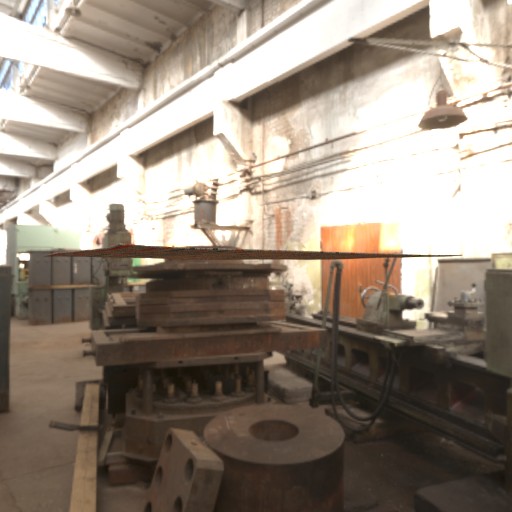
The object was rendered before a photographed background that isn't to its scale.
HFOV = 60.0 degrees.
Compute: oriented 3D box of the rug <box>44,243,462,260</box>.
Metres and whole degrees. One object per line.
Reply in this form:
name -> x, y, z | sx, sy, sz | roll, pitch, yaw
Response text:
rug -> 0.000, 0.000, 2.320 | 1.835, 0.017, 1.220 | 1, -2, -35
